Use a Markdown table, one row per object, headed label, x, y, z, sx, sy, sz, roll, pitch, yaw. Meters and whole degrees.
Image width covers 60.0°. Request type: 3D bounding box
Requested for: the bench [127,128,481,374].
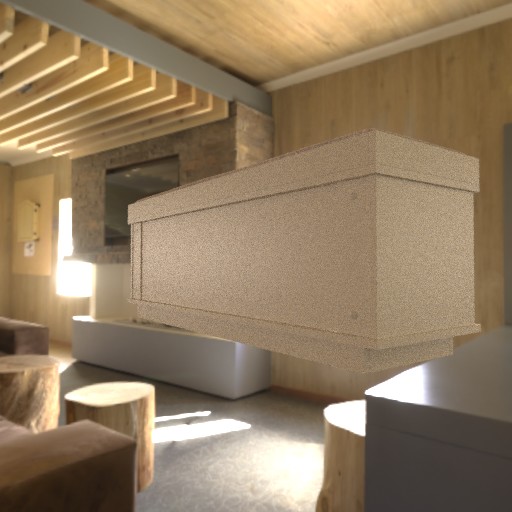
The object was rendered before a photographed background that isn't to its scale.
| label | x | y | z | sx | sy | sz | roll | pitch | yaw |
| --- | --- | --- | --- | --- | --- | --- | --- | --- | --- |
| bench | 0.000 | 0.000 | 1.352 | 0.363 | 0.453 | 1.196 | 1 | -1 | -36 |
